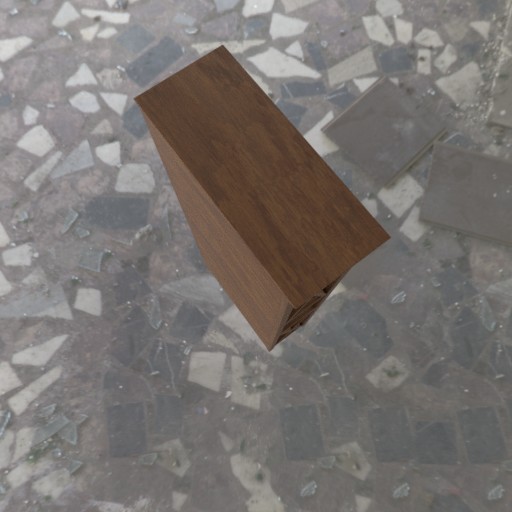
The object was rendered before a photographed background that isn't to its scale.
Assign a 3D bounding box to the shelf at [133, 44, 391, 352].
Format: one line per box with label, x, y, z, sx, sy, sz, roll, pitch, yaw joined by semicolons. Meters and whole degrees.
shelf;0.000;0.000;2.201;0.335;1.905;0.805;-35;77;-10
